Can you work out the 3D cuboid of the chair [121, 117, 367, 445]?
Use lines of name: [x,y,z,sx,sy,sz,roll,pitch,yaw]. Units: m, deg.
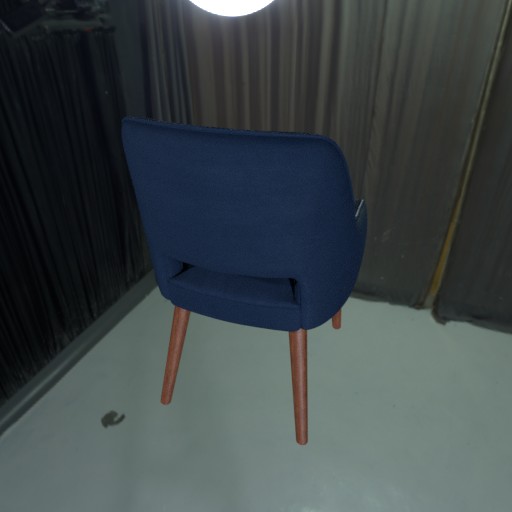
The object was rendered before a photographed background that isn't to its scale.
chair: [0.000,0.000,1.222,0.559,0.844,0.591,10,33,16]
